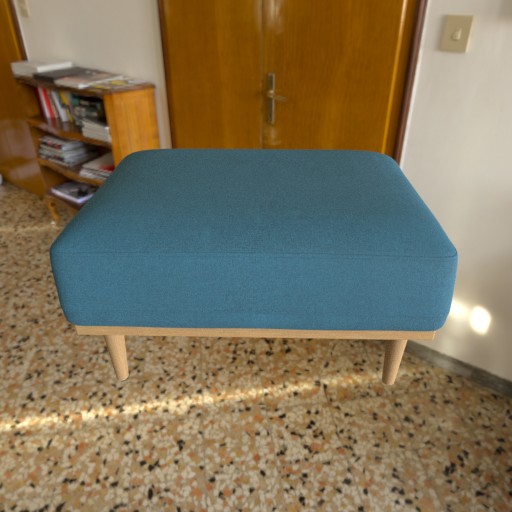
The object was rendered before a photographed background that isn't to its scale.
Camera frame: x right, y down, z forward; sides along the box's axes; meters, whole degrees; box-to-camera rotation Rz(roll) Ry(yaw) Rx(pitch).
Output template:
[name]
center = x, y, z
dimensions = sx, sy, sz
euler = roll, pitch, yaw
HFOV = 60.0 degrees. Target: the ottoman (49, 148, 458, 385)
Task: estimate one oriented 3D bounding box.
[ottoman]
center = 0.000, 0.000, 1.073
dimensions = 0.749, 0.428, 0.549
euler = 1, 31, 1
